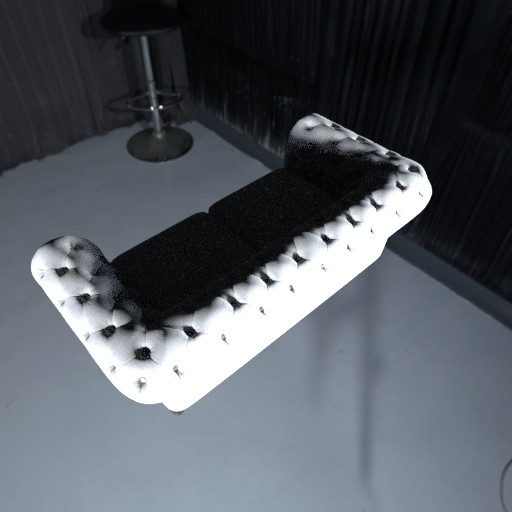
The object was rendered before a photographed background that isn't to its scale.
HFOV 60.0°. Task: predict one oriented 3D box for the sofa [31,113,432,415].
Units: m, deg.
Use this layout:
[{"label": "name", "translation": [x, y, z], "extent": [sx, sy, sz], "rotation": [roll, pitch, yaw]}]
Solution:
[{"label": "sofa", "translation": [0.000, 0.000, 2.461], "extent": [1.998, 0.764, 0.986], "rotation": [-33, 55, -27]}]
